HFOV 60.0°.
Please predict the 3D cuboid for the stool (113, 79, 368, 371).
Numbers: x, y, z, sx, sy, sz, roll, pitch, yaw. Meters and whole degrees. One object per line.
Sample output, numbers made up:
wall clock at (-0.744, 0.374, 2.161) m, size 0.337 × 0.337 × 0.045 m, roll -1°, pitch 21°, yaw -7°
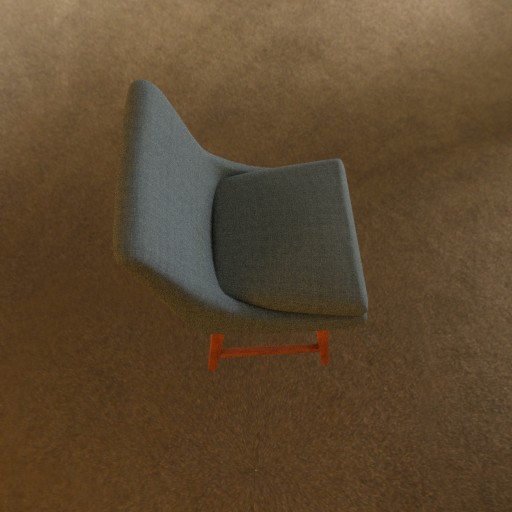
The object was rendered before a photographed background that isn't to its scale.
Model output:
stool at (0.000, 0.000, 1.224) m, size 0.524 × 0.895 × 0.467 m, roll -3°, pitch 64°, yaw -1°
